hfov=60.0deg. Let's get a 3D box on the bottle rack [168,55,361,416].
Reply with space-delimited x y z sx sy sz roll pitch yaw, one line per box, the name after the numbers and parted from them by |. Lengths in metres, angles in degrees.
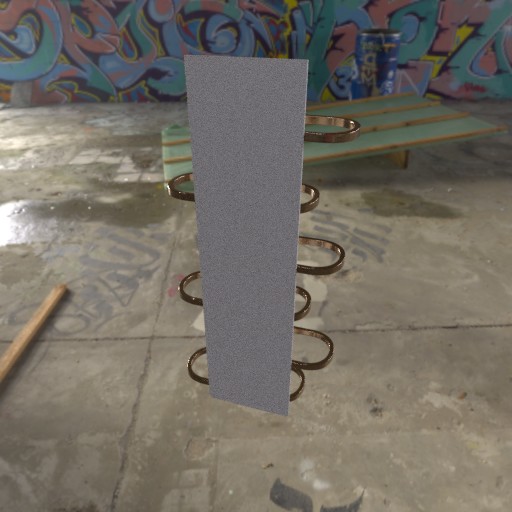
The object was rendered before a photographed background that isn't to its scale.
0.000 0.000 0.846 0.332 0.709 0.118 9 32 15 | bottle rack
